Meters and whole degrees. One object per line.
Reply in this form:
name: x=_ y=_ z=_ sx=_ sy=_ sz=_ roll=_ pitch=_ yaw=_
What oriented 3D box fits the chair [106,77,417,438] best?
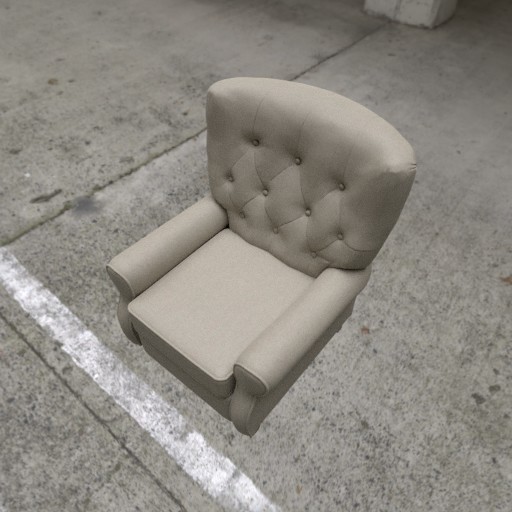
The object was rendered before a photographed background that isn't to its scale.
chair: x=0.000 y=0.000 z=1.916 sx=0.943 sy=1.158 sz=1.059 roll=31 pitch=54 yaw=26
